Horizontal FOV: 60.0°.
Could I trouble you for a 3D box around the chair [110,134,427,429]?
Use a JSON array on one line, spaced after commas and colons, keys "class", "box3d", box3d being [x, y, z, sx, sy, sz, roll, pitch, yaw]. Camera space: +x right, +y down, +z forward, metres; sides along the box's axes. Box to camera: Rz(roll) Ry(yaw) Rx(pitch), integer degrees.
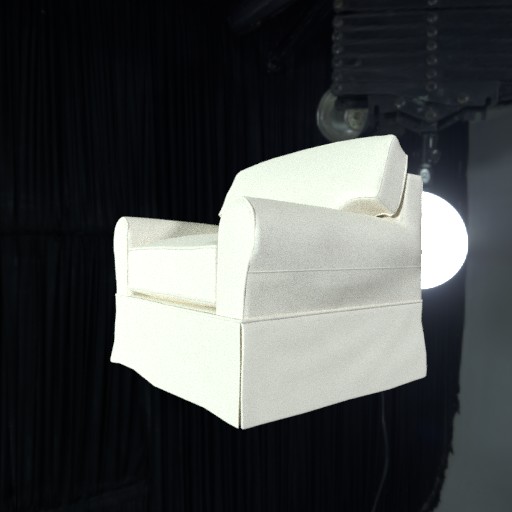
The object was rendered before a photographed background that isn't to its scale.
[{"class": "chair", "box3d": [0.000, 0.000, 1.846, 0.904, 0.958, 1.099, 0, 0, -37]}]
